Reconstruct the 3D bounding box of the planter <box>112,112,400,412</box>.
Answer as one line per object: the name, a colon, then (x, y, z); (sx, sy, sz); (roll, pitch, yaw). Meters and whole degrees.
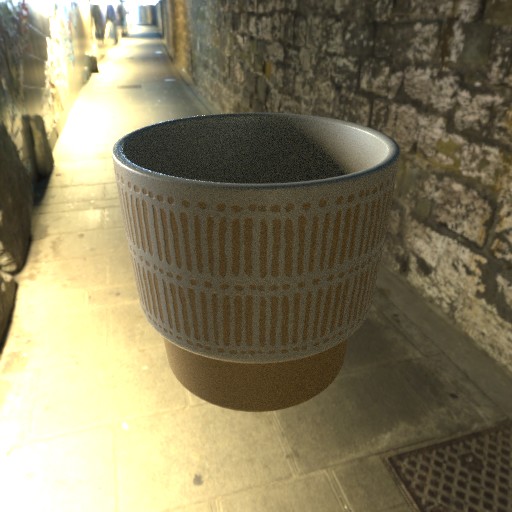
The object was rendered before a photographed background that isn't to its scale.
planter: (0.000, 0.000, 0.577); (0.317, 0.303, 0.317); (0, 29, 0)
